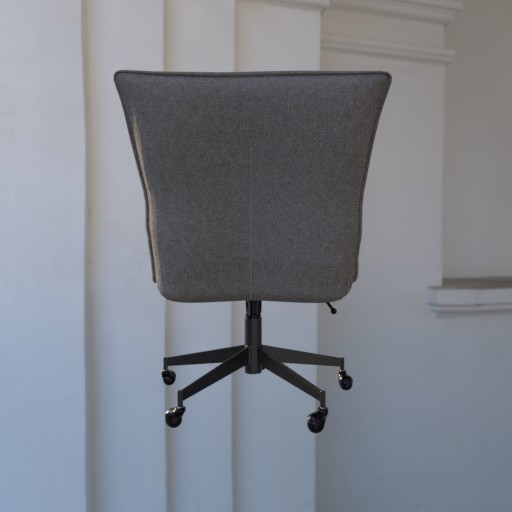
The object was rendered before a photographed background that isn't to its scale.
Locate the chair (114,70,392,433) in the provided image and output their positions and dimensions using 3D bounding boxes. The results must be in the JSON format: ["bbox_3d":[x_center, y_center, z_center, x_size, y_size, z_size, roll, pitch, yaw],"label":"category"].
[{"bbox_3d":[0.000,0.000,1.281,0.597,0.811,0.696,0,1,2],"label":"chair"}]
